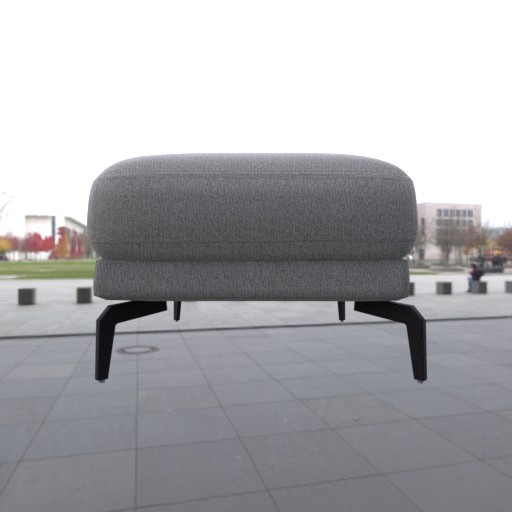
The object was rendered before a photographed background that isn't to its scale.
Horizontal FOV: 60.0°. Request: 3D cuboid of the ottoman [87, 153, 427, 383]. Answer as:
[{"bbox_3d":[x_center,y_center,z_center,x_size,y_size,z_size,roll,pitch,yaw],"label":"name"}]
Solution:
[{"bbox_3d":[0.000,0.000,1.078,0.568,0.420,0.772,0,0,0],"label":"ottoman"}]
